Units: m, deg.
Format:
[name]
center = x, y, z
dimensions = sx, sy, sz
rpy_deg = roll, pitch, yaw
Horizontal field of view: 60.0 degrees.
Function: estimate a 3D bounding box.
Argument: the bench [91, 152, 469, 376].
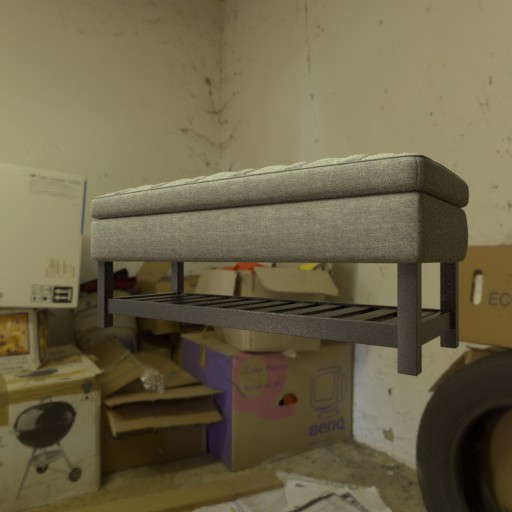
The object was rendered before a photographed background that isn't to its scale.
[bench]
center = 0.000, 0.000, 1.315
dimensions = 1.100, 0.470, 0.429
rpy_deg = 0, 0, 36
